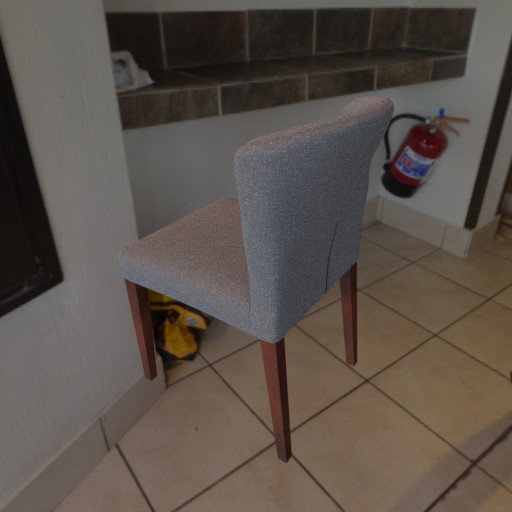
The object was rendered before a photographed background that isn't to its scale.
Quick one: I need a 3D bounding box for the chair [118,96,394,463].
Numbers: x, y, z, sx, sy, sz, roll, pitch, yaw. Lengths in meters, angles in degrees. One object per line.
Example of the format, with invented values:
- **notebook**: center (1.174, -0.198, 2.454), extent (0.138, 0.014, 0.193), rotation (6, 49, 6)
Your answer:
- **chair**: center (0.000, 0.000, 1.184), extent (0.589, 0.839, 0.491), rotation (19, 35, 29)
